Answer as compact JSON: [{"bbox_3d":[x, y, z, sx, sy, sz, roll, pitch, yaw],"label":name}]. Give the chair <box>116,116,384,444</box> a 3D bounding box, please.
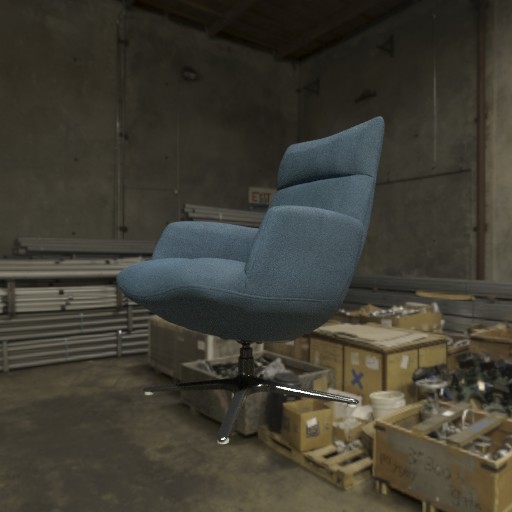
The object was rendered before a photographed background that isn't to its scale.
[{"bbox_3d":[0.000,0.000,1.594,0.889,1.016,0.711,0,0,-35],"label":"chair"}]
